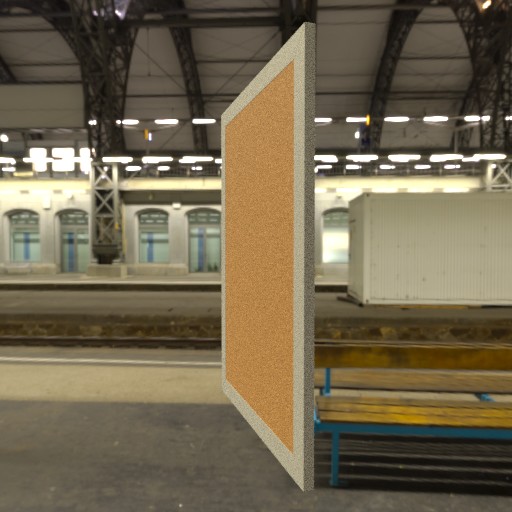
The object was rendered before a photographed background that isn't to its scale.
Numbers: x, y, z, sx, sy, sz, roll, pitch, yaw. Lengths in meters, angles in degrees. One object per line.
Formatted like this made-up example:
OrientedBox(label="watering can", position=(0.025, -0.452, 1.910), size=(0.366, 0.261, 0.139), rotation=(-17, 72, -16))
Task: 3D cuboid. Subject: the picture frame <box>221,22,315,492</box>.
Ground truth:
OrientedBox(label="picture frame", position=(0.000, 0.000, 0.588), size=(0.011, 0.459, 0.326), rotation=(-1, 2, -19))
